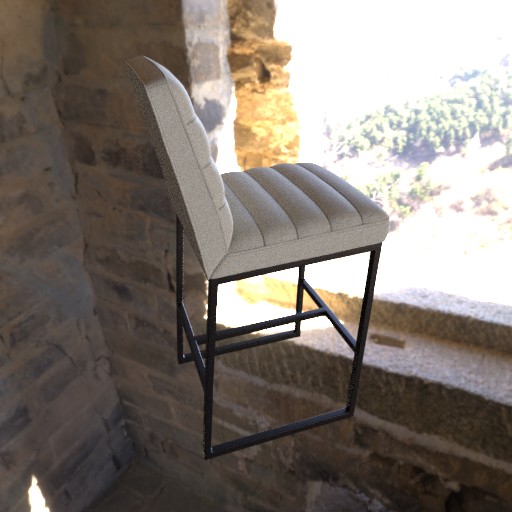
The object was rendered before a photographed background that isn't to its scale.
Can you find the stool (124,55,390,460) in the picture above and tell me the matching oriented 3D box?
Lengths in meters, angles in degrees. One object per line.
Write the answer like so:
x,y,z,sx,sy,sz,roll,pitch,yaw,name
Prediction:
0.000,0.000,1.272,0.560,1.040,0.460,-10,31,-16,stool
